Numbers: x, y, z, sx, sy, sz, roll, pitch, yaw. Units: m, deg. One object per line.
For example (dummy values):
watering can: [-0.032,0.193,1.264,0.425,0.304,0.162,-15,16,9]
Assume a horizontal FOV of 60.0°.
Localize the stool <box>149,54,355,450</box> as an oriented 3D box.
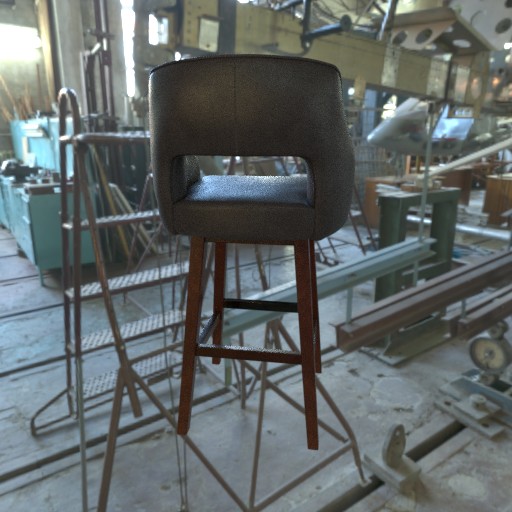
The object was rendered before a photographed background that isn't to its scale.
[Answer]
stool: [0.000,0.000,1.331,0.550,1.041,0.560,3,17,9]
